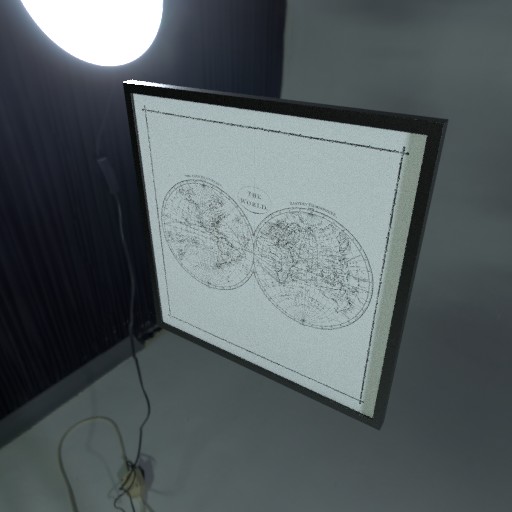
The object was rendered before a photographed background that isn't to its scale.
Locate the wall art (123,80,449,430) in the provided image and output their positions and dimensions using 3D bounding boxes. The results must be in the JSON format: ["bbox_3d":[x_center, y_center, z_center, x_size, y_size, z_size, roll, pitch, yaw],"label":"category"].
[{"bbox_3d":[0.000,0.000,1.131,0.773,0.775,0.031,18,35,28],"label":"wall art"}]
